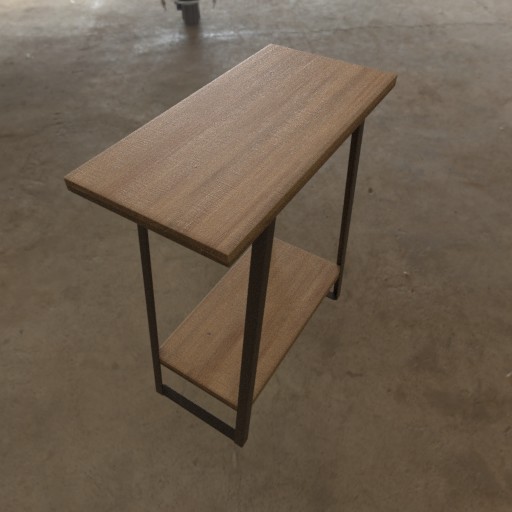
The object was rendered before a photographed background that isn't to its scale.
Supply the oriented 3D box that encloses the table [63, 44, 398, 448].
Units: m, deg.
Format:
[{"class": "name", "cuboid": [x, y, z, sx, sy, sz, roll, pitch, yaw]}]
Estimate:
[{"class": "table", "cuboid": [0.000, 0.000, 1.030, 0.300, 0.701, 0.599, 25, 51, 22]}]
